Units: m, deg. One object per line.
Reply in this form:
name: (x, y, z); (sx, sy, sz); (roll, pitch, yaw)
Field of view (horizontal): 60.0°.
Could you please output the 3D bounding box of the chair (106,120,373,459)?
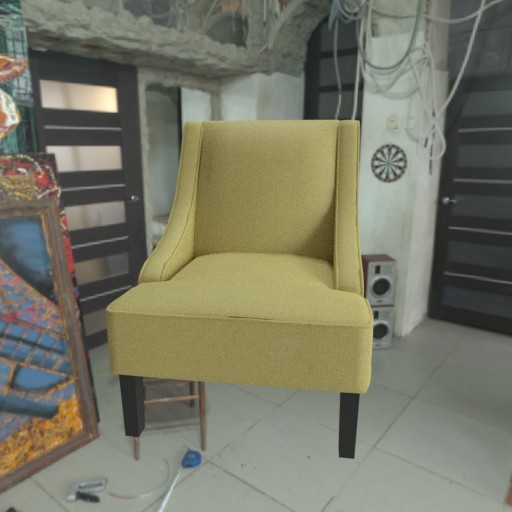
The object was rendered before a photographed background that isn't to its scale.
chair: (0.000, 0.000, 1.465); (0.696, 0.896, 0.814); (2, 14, 8)
